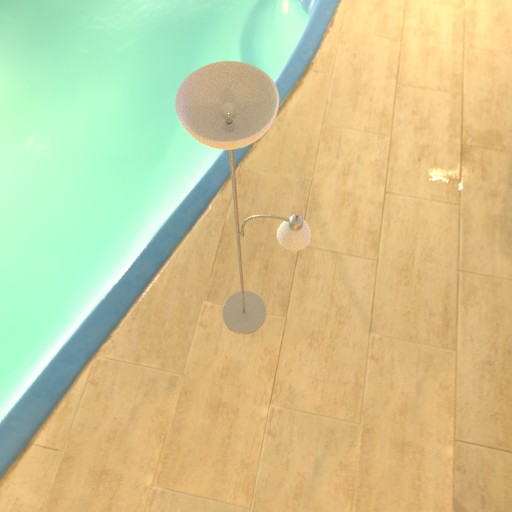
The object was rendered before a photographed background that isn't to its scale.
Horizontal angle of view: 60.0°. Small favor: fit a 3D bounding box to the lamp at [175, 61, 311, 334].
[{"bbox_3d":[0.000,0.000,1.938,0.425,1.804,0.279,16,66,7],"label":"lamp"}]
